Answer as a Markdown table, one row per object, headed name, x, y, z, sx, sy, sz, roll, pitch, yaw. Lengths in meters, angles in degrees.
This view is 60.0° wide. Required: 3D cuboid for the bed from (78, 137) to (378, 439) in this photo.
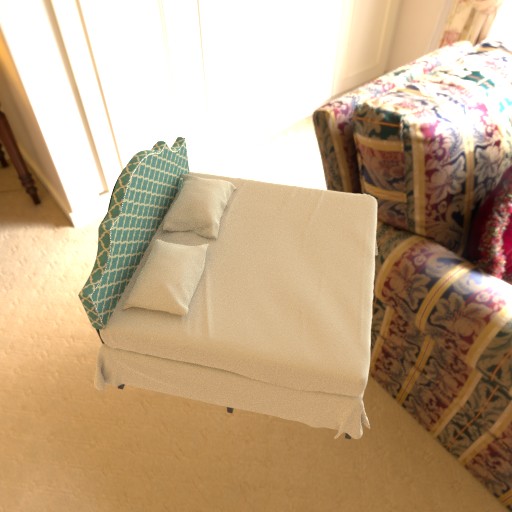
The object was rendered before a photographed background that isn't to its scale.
| name | x | y | z | sx | sy | sz | roll | pitch | yaw |
| --- | --- | --- | --- | --- | --- | --- | --- | --- | --- |
| bed | 0.000 | 0.000 | 3.746 | 2.222 | 1.601 | 2.314 | 9 | 48 | 9 |
